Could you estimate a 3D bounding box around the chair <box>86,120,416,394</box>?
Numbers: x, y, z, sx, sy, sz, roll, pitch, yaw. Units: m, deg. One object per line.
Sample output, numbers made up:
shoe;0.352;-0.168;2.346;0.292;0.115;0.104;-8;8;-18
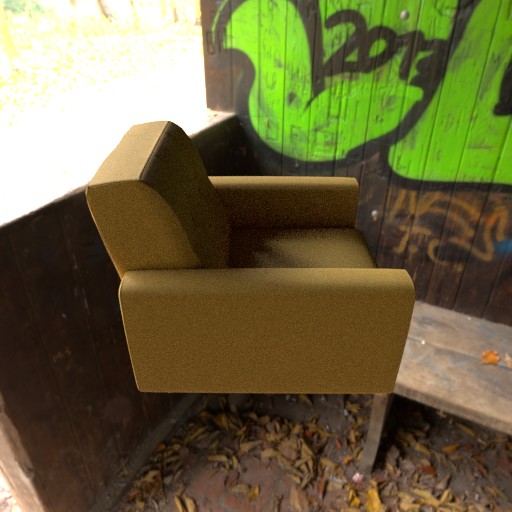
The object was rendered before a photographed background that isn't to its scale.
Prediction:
chair;0.000;0.000;1.603;0.909;0.841;0.831;-1;32;-1
